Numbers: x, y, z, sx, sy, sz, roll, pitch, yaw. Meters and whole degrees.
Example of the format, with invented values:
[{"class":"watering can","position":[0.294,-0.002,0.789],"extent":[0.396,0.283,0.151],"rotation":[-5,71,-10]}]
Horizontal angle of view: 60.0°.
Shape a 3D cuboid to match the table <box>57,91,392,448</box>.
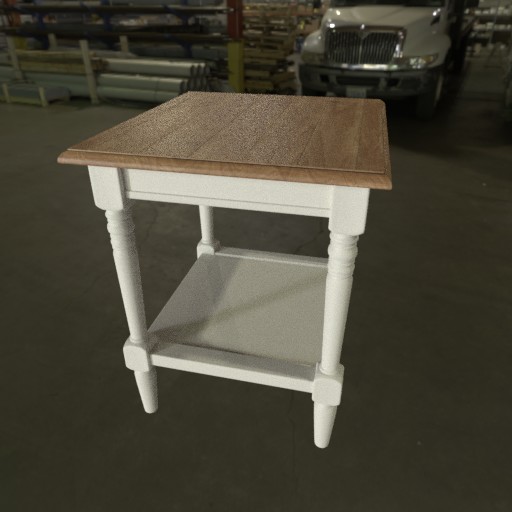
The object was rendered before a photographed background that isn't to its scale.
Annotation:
[{"class":"table","position":[0.000,0.000,0.927],"extent":[0.457,0.561,0.508],"rotation":[7,30,11]}]
